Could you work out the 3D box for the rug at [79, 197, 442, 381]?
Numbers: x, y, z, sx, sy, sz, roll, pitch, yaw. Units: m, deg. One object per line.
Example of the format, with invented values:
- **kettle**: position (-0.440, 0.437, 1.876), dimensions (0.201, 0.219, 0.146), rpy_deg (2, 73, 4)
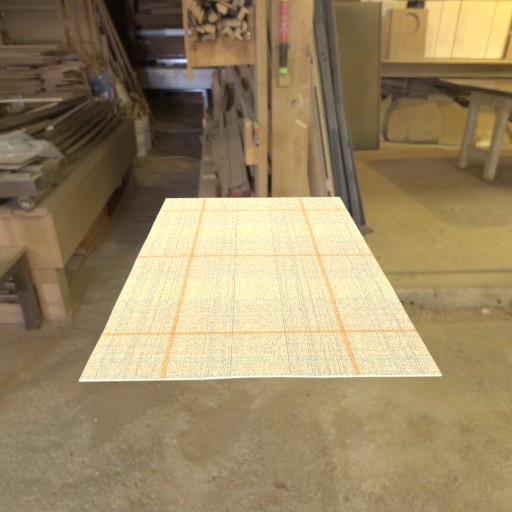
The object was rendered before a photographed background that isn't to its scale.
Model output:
- **rug**: position (0.000, 0.000, 2.308), dimensions (1.232, 0.015, 1.825), rpy_deg (-1, 27, -1)
